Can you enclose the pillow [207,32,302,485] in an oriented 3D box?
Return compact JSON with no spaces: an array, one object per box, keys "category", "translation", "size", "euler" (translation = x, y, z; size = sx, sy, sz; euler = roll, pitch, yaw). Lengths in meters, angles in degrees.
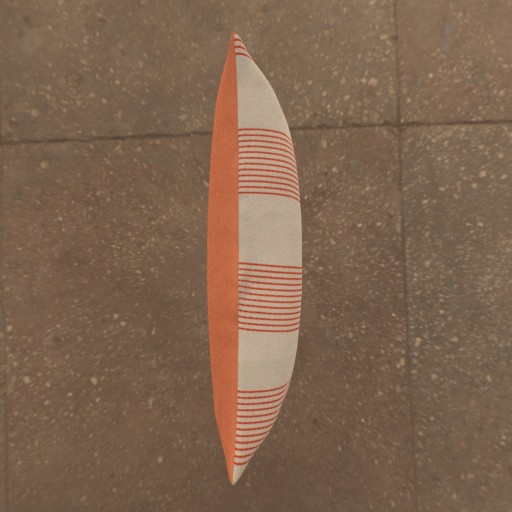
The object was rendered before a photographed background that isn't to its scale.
[{"category":"pillow","translation":[0.000,0.000,0.733],"size":[0.156,0.292,0.608],"euler":[0,88,0]}]
